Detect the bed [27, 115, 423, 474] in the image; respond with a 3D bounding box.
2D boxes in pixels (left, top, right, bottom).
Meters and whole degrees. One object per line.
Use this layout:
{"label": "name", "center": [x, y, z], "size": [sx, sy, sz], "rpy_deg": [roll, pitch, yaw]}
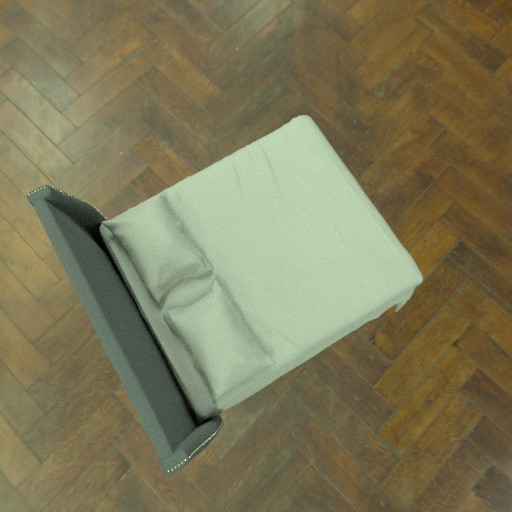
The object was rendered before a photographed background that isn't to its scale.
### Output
{"label": "bed", "center": [0.000, 0.000, 3.353], "size": [2.276, 1.332, 1.925], "rpy_deg": [-30, 77, -7]}
